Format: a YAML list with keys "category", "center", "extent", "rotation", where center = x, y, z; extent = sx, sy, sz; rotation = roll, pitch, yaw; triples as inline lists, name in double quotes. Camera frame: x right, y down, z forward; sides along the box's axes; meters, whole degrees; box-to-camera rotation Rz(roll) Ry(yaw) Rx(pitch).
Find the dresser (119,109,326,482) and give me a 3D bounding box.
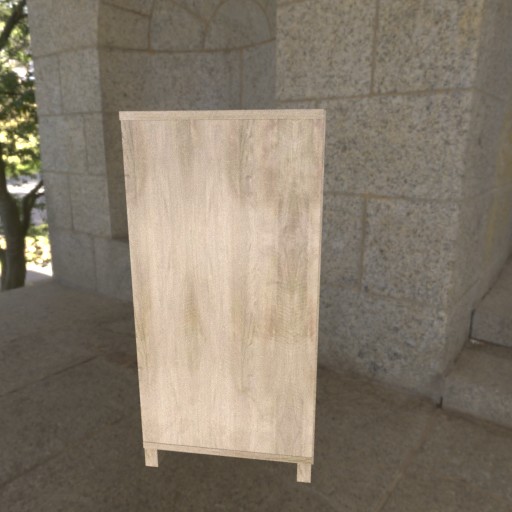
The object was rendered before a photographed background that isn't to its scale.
- category: "dresser"
  center: [0.000, 0.000, 1.421]
  extent: [0.404, 0.816, 0.994]
  rotation: [2, 14, 8]
